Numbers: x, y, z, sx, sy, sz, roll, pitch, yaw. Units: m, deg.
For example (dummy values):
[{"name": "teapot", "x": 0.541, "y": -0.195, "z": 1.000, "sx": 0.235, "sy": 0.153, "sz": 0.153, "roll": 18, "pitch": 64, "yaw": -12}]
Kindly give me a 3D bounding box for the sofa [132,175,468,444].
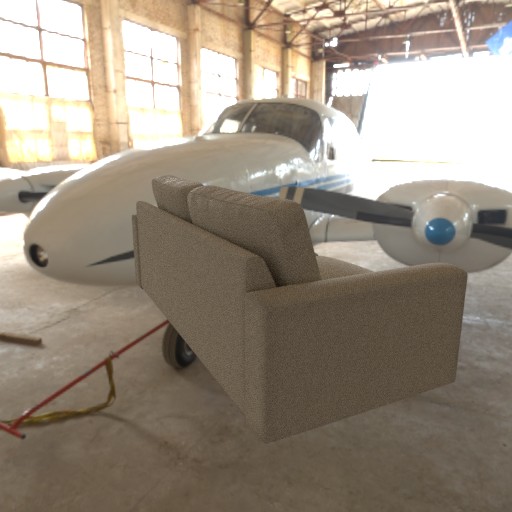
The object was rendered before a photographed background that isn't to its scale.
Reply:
[{"name": "sofa", "x": 0.000, "y": 0.000, "z": 2.640, "sx": 1.016, "sy": 0.873, "sz": 2.179, "roll": -7, "pitch": 16, "yaw": -26}]
